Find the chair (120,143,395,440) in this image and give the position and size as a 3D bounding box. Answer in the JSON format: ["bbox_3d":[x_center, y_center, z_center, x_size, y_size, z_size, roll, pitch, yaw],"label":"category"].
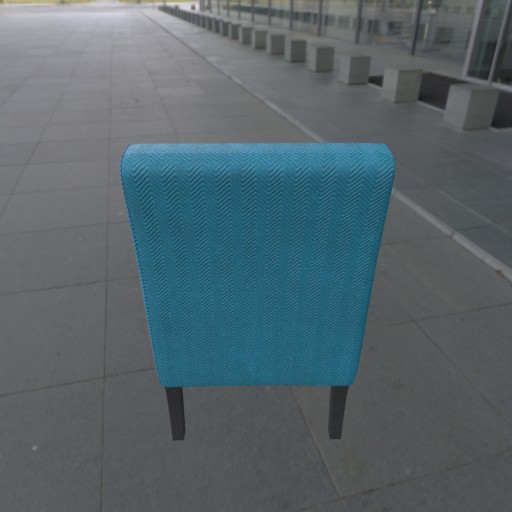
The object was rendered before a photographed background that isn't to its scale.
[{"bbox_3d":[0.000,0.000,1.446,0.579,0.927,0.808,0,31,0],"label":"chair"}]
